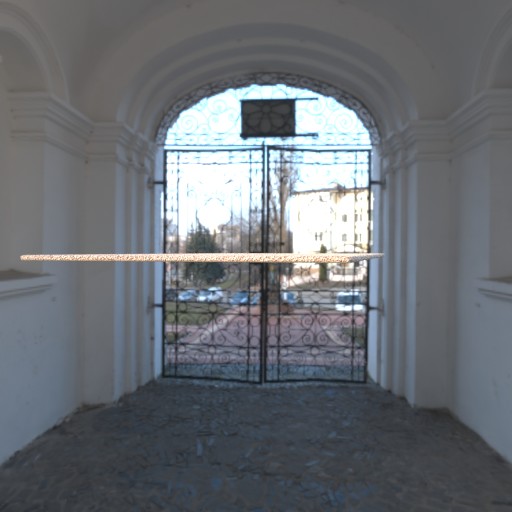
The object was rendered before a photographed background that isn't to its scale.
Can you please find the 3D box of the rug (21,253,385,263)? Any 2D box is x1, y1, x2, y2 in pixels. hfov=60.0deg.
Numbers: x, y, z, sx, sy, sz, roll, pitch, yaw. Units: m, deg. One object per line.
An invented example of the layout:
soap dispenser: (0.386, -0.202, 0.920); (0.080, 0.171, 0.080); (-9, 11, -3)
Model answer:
rug: (0.000, 0.000, 3.411); (1.778, 0.030, 2.743); (0, 1, 19)
